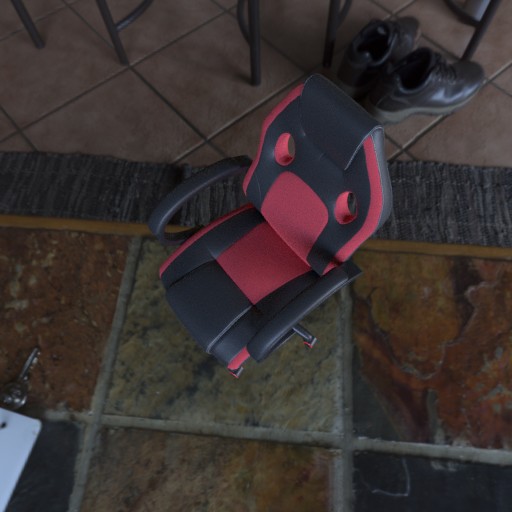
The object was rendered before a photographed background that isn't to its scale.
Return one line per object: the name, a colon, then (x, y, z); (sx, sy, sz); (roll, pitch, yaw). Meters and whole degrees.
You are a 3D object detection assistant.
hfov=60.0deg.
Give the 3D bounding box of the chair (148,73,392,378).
chair: (0.000, 0.000, 1.681); (0.724, 1.187, 0.673); (-36, 70, -16)
